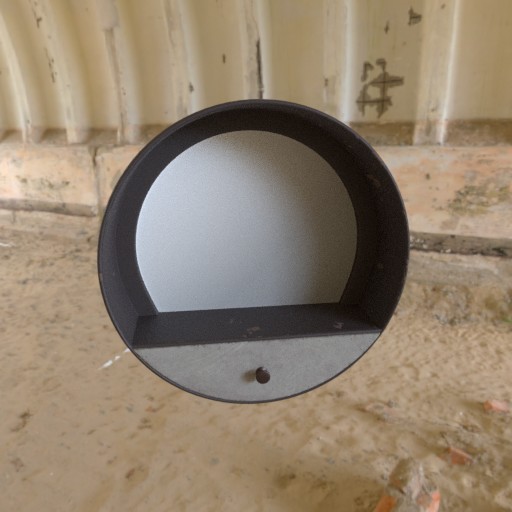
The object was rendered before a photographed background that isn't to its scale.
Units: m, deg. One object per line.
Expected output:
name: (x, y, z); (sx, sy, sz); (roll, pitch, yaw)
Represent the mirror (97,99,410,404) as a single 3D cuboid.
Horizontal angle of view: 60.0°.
mirror: (0.000, 0.000, 0.585); (0.386, 0.386, 0.126); (-2, 16, -8)
